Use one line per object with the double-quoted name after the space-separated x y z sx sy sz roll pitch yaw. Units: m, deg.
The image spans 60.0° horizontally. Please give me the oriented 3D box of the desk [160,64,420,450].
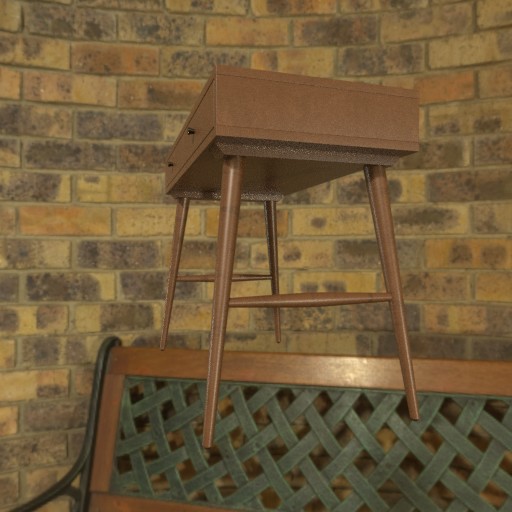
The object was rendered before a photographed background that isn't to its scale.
0.000 0.000 1.388 0.510 0.758 0.949 0 1 -17 "desk"
